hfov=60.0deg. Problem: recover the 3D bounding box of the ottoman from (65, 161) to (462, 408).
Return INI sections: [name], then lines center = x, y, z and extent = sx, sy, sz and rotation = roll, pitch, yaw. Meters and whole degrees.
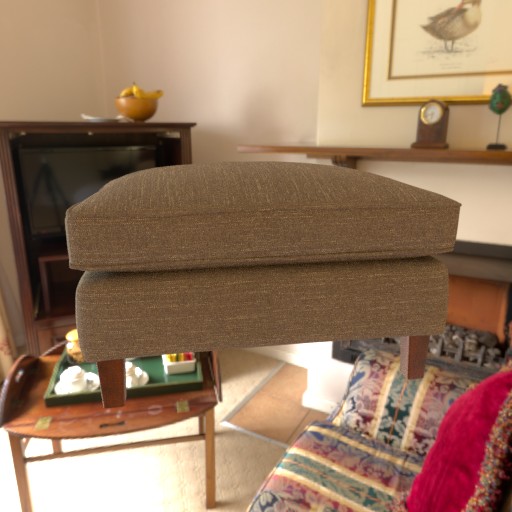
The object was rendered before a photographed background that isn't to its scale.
[ottoman]
center = 0.000, 0.000, 0.979
extent = 0.686, 0.406, 0.508
rotation = -3, 16, -9
